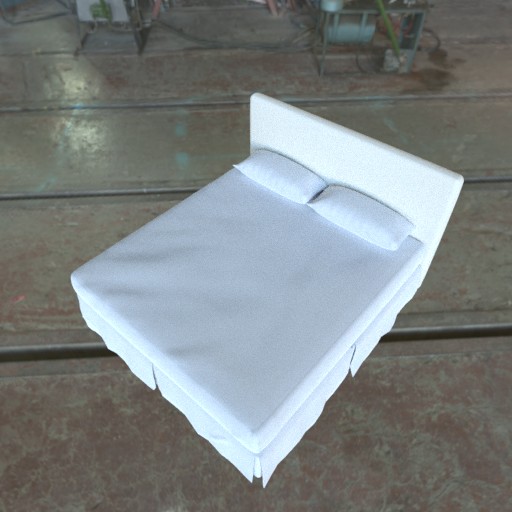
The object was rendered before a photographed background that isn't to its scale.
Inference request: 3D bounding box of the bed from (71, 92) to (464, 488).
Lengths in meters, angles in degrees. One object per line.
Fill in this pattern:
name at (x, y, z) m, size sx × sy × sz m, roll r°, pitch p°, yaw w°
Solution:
bed at (0.000, 0.000, 3.565) m, size 2.119 × 1.317 × 2.341 m, roll 32°, pitch 54°, yaw 27°
